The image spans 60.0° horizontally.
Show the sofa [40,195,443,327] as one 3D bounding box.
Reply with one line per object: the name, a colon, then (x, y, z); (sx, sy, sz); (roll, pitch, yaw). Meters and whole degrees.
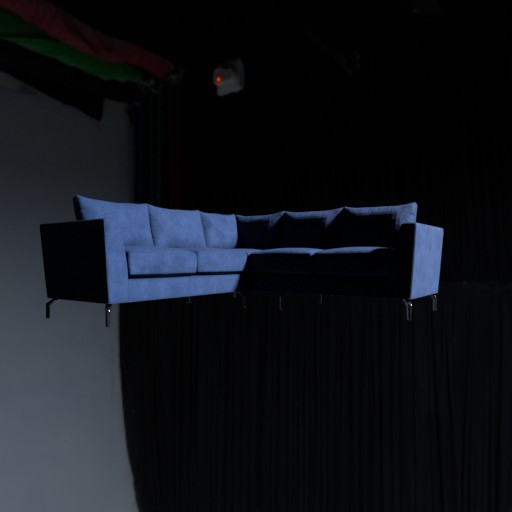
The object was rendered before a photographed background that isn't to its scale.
sofa: (0.000, 0.000, 3.785); (2.463, 0.988, 2.472); (0, 0, 36)
